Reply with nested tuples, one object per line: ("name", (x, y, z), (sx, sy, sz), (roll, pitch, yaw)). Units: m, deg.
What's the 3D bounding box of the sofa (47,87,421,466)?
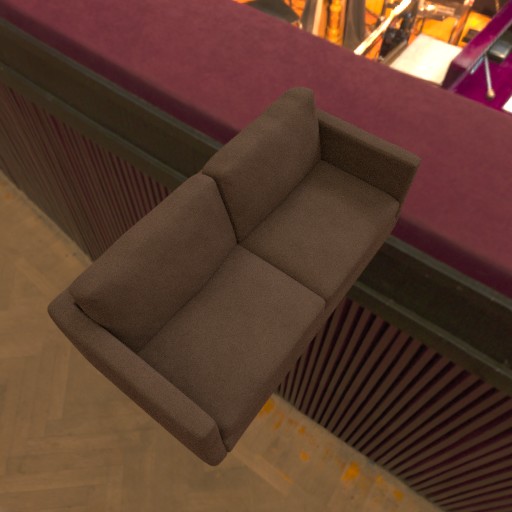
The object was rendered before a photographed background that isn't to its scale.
("sofa", (0.000, 0.000, 2.419), (0.950, 0.963, 1.884), (32, 62, 19))
